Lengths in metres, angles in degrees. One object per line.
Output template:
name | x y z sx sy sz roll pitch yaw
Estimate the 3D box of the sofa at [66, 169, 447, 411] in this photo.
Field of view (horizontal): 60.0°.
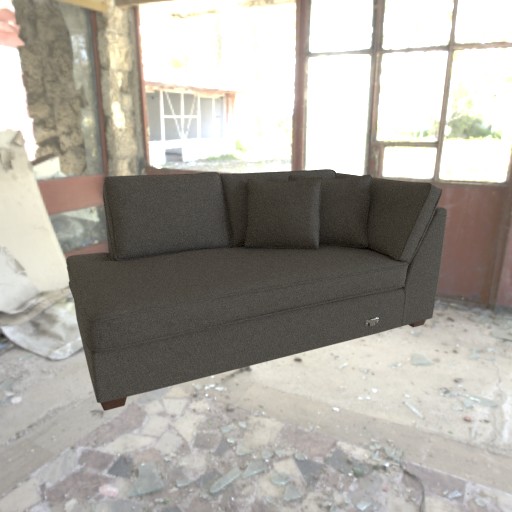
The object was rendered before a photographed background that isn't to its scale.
sofa | 0.000 0.000 2.880 2.237 1.033 1.110 -8 19 -25
